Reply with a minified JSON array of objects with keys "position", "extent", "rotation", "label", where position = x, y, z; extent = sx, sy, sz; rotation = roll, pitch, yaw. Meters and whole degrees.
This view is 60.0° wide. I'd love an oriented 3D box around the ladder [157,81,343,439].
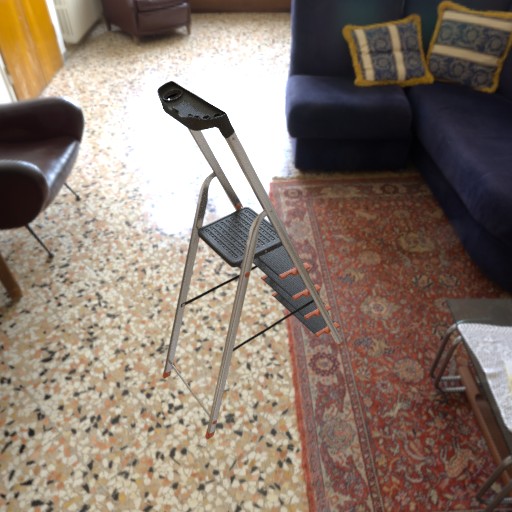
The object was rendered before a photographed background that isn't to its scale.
[{"position":[0.000,0.000,2.086],"extent":[0.995,1.646,0.480],"rotation":[-27,48,-27],"label":"ladder"}]
